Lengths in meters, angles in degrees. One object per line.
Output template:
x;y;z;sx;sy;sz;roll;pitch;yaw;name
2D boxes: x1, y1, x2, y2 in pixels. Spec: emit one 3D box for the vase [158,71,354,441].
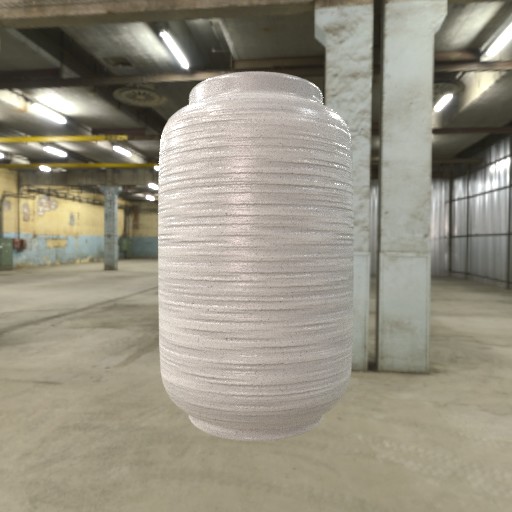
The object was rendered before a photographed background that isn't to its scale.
0.000;0.000;0.469;0.202;0.335;0.202;0;1;0;vase
